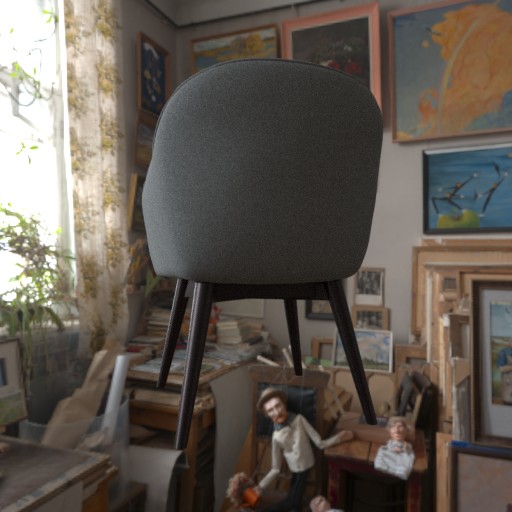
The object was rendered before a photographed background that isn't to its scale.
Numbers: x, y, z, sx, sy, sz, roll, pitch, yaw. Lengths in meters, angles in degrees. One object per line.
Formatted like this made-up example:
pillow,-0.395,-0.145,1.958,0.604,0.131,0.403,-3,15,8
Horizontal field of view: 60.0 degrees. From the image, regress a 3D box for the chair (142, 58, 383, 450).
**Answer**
chair,0.000,0.000,1.203,0.589,0.810,0.611,0,0,-17
